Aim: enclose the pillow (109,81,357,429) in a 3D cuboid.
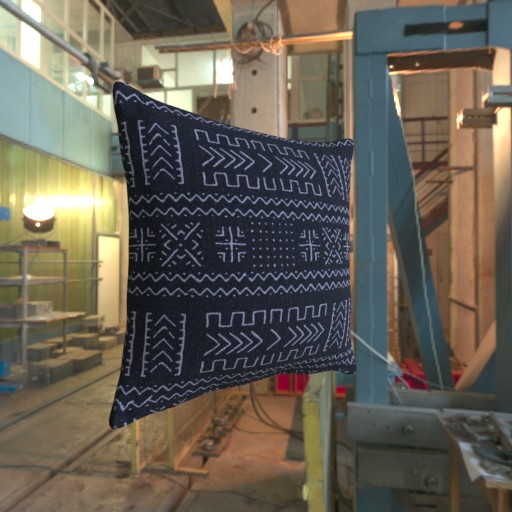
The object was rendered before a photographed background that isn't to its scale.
[{"bbox_3d":[0.000,0.000,0.671,0.438,0.430,0.164,1,-1,-36],"label":"pillow"}]
